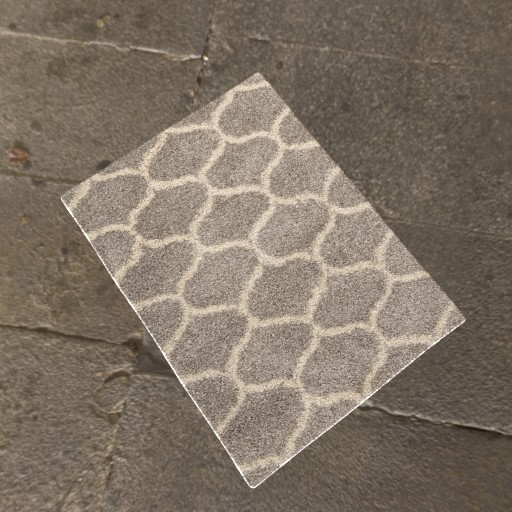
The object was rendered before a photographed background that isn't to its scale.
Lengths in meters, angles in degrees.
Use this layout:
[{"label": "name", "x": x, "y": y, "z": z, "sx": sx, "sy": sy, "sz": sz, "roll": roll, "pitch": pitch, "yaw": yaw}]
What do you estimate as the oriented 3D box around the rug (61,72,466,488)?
[{"label": "rug", "x": 0.000, "y": 0.000, "z": 2.080, "sx": 1.200, "sy": 0.025, "sz": 1.600, "roll": -35, "pitch": 78, "yaw": -8}]
